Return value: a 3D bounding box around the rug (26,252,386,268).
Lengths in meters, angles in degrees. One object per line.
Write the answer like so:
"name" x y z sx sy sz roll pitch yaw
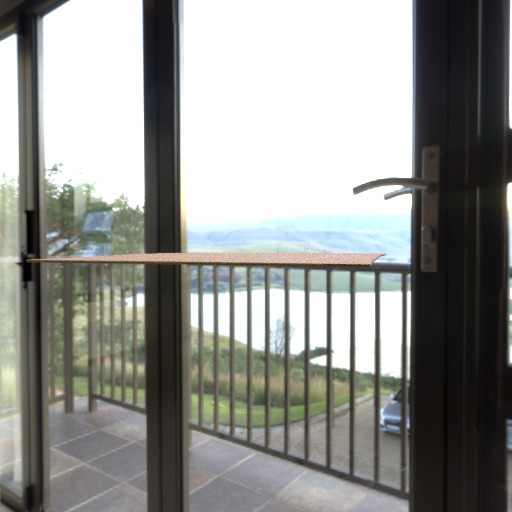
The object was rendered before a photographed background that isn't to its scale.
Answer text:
"rug" 0.000 0.000 2.967 1.624 0.030 2.264 0 1 18
